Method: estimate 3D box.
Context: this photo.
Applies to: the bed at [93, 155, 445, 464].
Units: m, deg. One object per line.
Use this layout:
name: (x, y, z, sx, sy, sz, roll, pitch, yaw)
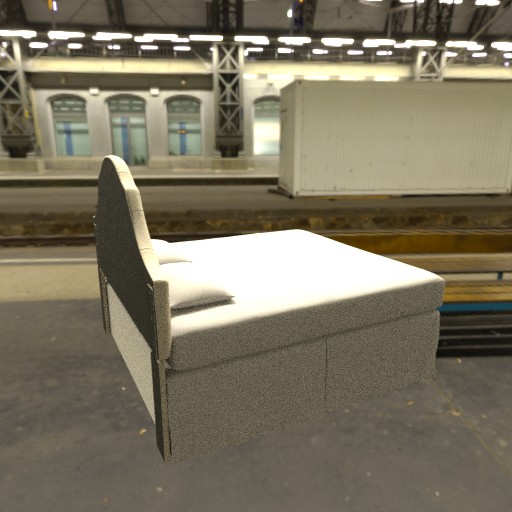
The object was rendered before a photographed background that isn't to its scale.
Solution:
bed: (0.000, 0.000, 3.424, 2.086, 1.555, 2.012, -8, 17, -27)
